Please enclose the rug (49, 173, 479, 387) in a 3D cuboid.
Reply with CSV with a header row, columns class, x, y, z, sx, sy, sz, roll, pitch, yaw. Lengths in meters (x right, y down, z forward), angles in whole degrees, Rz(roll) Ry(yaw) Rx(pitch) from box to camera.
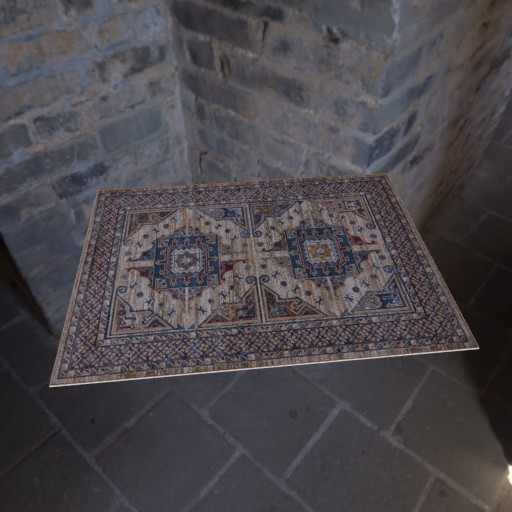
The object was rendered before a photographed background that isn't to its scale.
class,x,y,z,sx,sy,sz,roll,pitch,yaw
rug,0.000,0.000,2.841,2.227,0.008,1.611,-4,46,-4
